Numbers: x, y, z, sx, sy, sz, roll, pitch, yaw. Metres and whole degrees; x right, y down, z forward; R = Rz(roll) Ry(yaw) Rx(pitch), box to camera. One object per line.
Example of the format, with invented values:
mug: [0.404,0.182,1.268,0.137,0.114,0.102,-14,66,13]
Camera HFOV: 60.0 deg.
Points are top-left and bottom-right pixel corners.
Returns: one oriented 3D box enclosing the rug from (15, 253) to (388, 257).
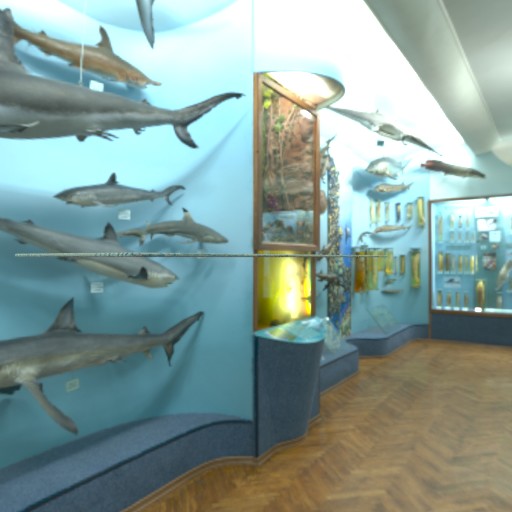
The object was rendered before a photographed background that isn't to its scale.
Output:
rug: [0.000,0.000,2.656,0.775,0.012,2.452,0,0,35]
